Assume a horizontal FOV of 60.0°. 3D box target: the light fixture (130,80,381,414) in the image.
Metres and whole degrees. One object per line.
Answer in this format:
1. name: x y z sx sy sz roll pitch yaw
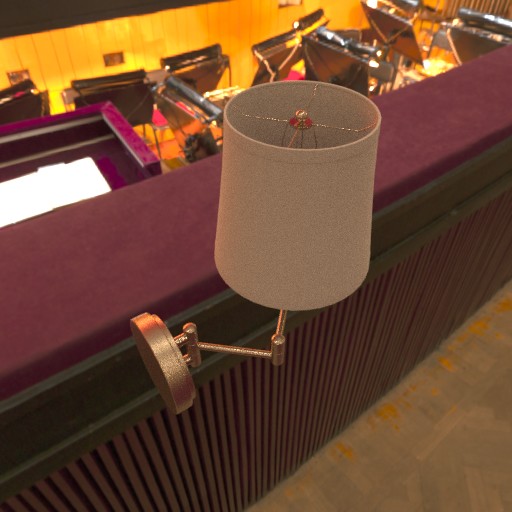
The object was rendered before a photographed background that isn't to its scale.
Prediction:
1. light fixture: 0.000 0.000 0.603 0.348 0.381 0.223 -25 48 -24
